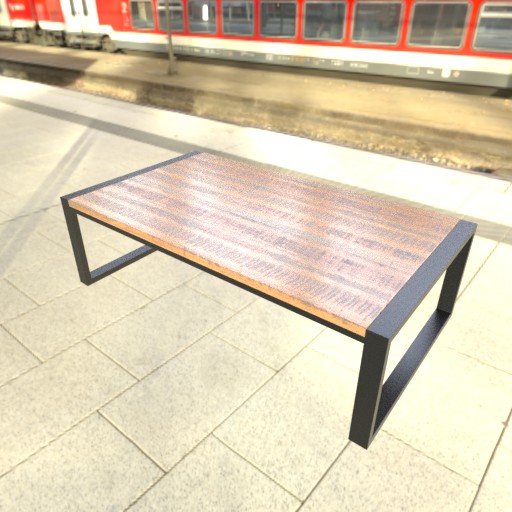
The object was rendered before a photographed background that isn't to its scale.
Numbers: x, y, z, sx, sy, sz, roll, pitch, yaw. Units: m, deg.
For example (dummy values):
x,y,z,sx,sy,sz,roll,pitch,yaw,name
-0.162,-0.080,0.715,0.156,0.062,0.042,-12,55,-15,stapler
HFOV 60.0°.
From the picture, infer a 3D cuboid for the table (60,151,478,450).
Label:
x,y,z,sx,sy,sz,roll,pitch,yaw,name
0.000,0.000,1.726,1.350,0.400,0.750,22,37,32,table
